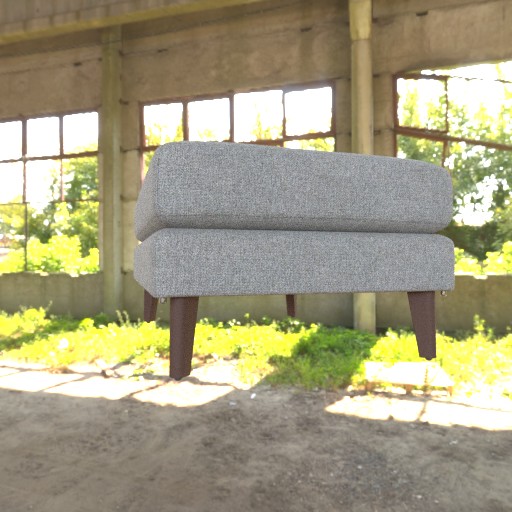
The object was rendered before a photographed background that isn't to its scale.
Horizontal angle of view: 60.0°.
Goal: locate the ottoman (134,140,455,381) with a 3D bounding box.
[{"bbox_3d":[0.000,0.000,1.197,0.611,0.441,0.821,0,-1,-17],"label":"ottoman"}]
